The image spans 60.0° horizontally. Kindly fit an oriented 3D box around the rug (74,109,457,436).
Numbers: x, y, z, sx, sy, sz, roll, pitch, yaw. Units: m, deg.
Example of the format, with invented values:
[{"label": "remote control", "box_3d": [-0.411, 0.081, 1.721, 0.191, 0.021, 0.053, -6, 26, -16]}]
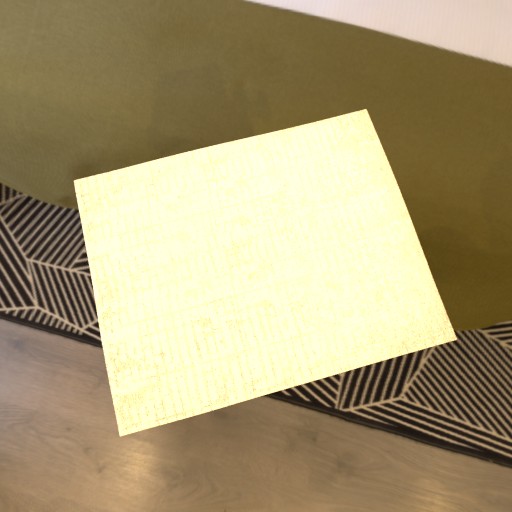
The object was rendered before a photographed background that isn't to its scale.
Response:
[{"label": "rug", "box_3d": [0.000, 0.000, 4.155, 3.061, 0.014, 2.447, -15, 75, -4]}]
